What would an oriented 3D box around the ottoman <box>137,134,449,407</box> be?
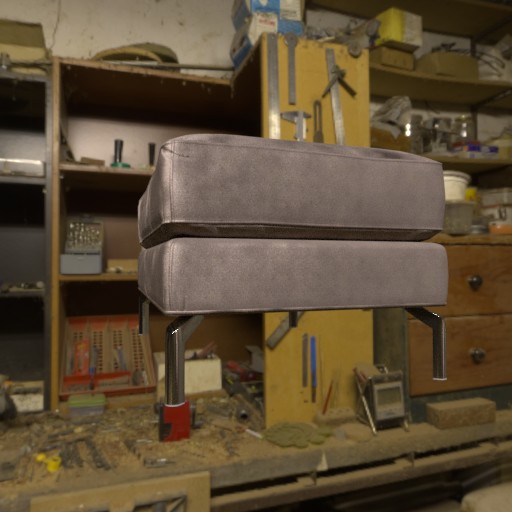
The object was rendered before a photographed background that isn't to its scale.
[{"bbox_3d":[0.000,0.000,1.063,0.520,0.456,0.719,0,-1,-18],"label":"ottoman"}]
